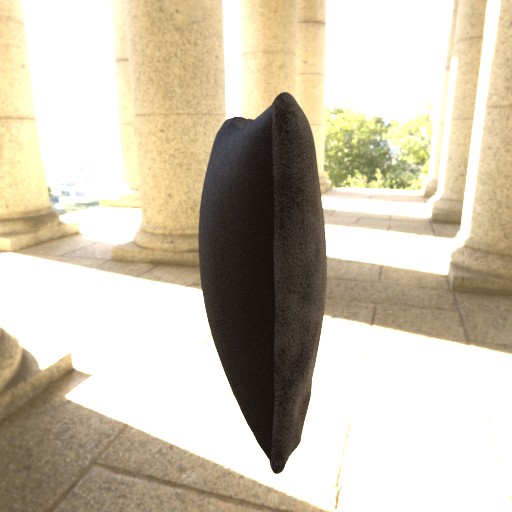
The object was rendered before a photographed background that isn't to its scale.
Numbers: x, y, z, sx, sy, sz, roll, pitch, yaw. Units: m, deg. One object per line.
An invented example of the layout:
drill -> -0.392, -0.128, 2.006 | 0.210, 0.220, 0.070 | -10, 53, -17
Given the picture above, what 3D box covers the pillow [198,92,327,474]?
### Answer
pillow -> 0.000, 0.000, 0.805 | 0.204, 0.520, 0.522 | -3, 16, -11
